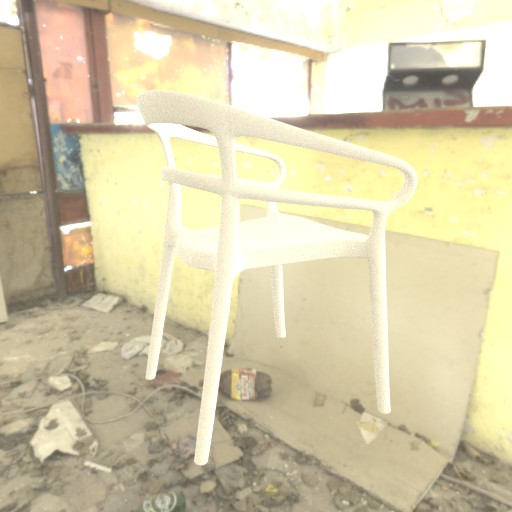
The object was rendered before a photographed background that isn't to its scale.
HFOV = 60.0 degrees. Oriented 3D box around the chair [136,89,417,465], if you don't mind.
[{"bbox_3d":[0.000,0.000,1.123,0.527,0.761,0.559,-8,17,-28],"label":"chair"}]
